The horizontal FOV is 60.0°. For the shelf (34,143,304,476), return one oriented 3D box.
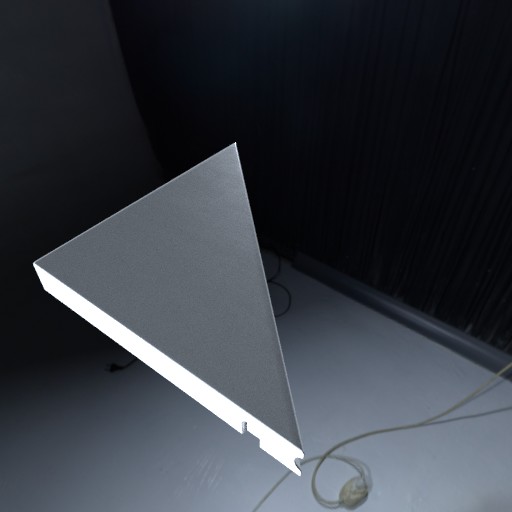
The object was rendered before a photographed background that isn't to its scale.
[{"bbox_3d":[0.000,0.000,0.443,0.296,0.035,0.296,27,48,27],"label":"shelf"}]
